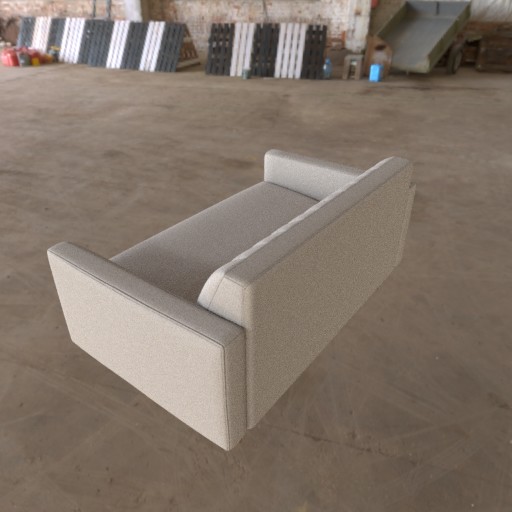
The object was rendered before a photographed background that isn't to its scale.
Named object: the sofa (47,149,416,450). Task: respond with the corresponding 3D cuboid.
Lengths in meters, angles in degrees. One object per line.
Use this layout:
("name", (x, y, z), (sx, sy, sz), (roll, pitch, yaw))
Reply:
("sofa", (0.000, 0.000, 2.165), (0.950, 0.801, 1.585), (22, 38, 31))
